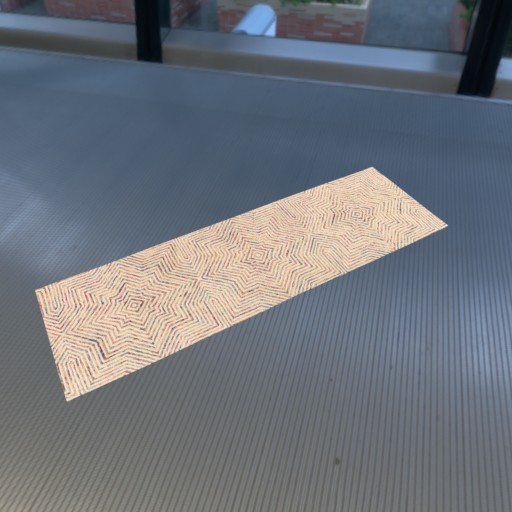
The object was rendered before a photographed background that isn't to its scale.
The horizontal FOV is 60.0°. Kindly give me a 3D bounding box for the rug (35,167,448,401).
[{"bbox_3d":[0.000,0.000,2.693,2.443,0.009,0.771,-22,50,-20],"label":"rug"}]
